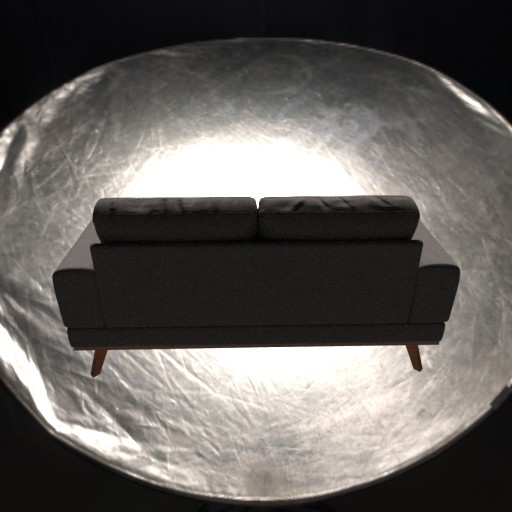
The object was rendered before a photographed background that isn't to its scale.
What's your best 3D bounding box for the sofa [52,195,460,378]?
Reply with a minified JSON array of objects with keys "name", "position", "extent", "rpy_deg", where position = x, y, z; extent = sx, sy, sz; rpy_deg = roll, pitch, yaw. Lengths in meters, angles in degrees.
[{"name":"sofa","position":[0.000,0.000,2.148],"extent":[1.650,0.810,0.785],"rpy_deg":[-1,29,-1]}]
